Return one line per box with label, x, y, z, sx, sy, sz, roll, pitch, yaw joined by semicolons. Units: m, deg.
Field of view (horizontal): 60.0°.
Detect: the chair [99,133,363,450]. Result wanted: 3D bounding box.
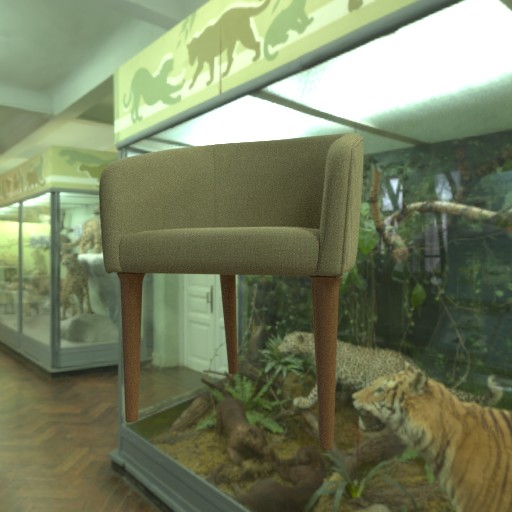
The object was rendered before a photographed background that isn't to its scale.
chair;0.000;0.000;1.220;0.584;0.775;0.616;0;1;18
